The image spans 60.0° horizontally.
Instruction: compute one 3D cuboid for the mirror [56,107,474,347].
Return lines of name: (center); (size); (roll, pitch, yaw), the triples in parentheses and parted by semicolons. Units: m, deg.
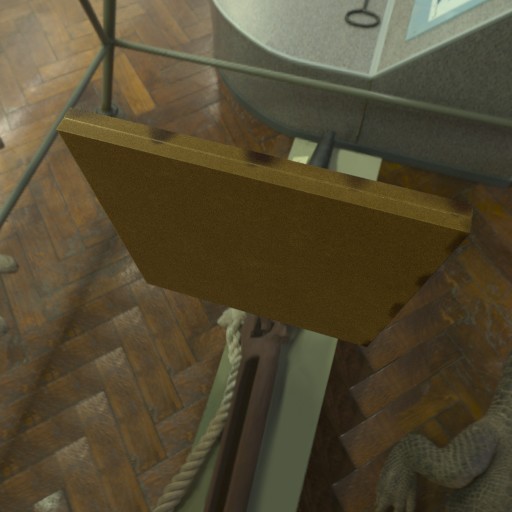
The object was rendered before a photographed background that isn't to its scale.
mirror: (0.000, 0.000, 0.757); (0.509, 0.507, 0.042); (15, 65, 7)
